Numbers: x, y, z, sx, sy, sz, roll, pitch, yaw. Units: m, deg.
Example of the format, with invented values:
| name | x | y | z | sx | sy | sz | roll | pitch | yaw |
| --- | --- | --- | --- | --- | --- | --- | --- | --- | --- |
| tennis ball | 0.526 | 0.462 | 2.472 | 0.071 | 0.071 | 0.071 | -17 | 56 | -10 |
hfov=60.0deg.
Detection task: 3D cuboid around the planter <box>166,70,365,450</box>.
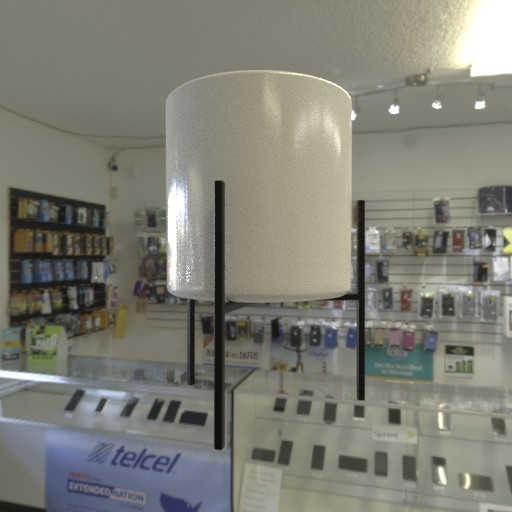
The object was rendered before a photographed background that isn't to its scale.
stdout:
| name | x | y | z | sx | sy | sz | roll | pitch | yaw |
| --- | --- | --- | --- | --- | --- | --- | --- | --- | --- |
| planter | 0.000 | 0.000 | 0.519 | 0.239 | 0.356 | 0.239 | 0 | 0 | 18 |
